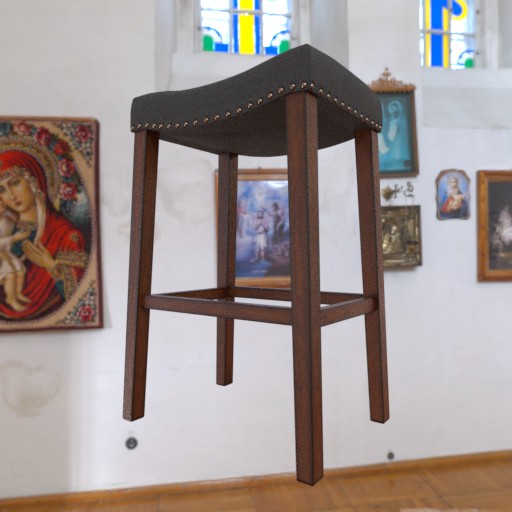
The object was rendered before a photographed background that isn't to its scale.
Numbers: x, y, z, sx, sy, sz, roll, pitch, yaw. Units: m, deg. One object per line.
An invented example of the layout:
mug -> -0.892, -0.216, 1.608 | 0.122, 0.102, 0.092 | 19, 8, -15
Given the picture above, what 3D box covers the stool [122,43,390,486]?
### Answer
stool -> 0.000, 0.000, 1.025 | 0.502, 0.760, 0.366 | 1, 1, 36
